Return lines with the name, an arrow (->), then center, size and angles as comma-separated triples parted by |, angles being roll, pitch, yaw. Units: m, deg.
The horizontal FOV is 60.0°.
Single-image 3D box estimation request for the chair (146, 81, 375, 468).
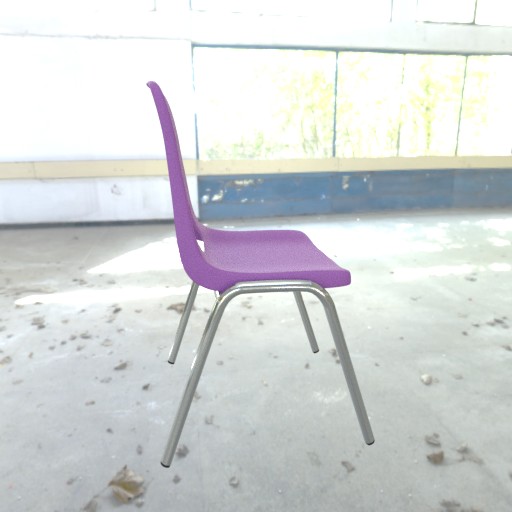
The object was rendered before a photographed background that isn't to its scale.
chair -> 0.000, 0.000, 0.679 | 0.301, 0.493, 0.291 | -2, 16, -9
